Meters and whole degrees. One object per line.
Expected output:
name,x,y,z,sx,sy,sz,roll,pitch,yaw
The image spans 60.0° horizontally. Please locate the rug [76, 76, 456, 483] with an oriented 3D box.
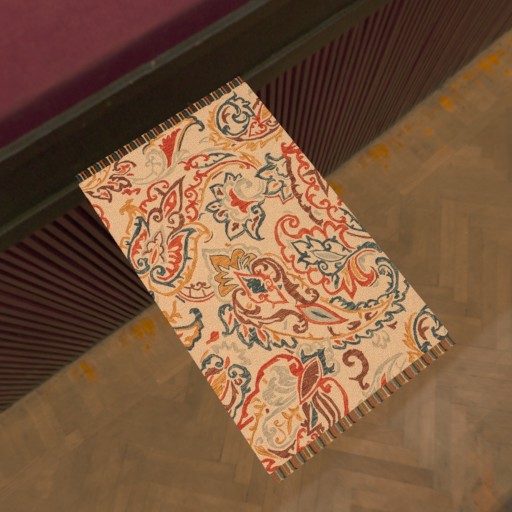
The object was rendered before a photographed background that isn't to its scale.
rug,0.000,0.000,3.174,1.523,0.010,2.584,-35,78,-8
